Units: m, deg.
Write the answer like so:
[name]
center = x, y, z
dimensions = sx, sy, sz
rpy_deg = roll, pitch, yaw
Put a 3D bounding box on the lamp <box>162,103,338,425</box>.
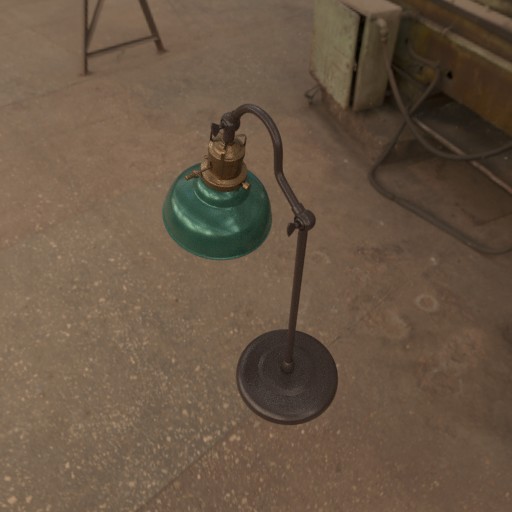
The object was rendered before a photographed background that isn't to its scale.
[lamp]
center = 0.000, 0.000, 0.700
dimensions = 0.192, 0.508, 0.374
rpy_deg = -31, 54, -26
